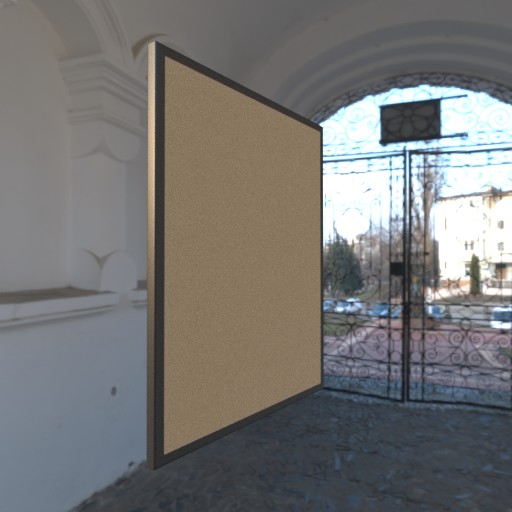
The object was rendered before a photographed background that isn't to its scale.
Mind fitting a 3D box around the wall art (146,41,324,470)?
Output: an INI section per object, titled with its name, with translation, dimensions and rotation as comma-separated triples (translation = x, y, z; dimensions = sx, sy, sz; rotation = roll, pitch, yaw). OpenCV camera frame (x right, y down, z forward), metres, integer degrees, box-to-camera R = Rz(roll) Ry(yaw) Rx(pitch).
[wall art]
translation = 0.000, 0.000, 0.797
dimensions = 0.018, 0.582, 0.481
rotation = -1, -1, 37
